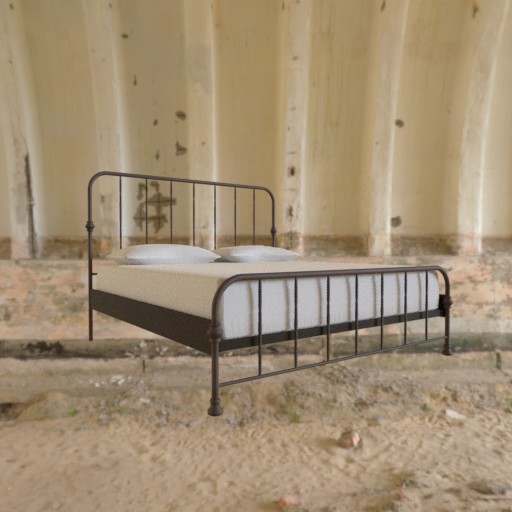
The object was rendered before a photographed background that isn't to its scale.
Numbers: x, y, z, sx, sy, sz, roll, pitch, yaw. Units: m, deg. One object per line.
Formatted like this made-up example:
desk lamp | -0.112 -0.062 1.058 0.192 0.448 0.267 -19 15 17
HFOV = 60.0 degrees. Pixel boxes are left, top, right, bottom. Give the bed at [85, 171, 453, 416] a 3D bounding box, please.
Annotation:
bed | 0.000 0.000 3.488 2.044 1.446 2.134 -1 1 -36
